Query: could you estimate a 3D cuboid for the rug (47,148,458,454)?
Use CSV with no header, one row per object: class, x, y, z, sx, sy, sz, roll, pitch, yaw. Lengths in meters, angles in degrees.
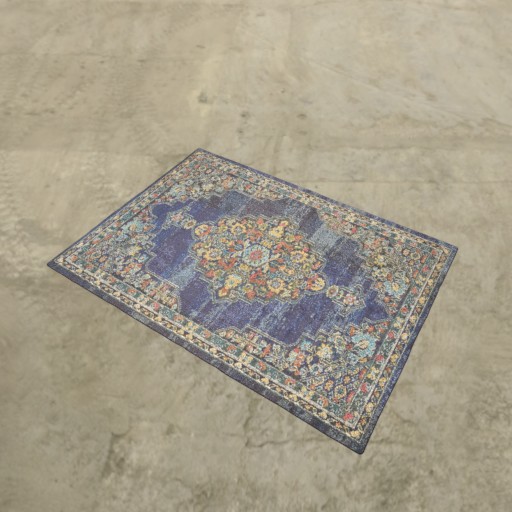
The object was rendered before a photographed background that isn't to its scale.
rug,0.000,0.000,2.950,2.232,0.009,1.630,25,52,22
